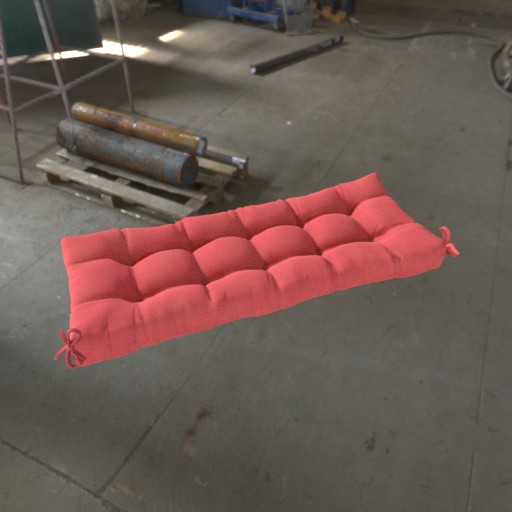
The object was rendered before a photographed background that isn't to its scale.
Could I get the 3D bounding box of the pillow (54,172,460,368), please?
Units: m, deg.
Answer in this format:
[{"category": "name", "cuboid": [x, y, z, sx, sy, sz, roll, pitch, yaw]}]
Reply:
[{"category": "pillow", "cuboid": [0.000, 0.000, 1.356, 1.194, 0.174, 0.511, -14, 44, -15]}]
